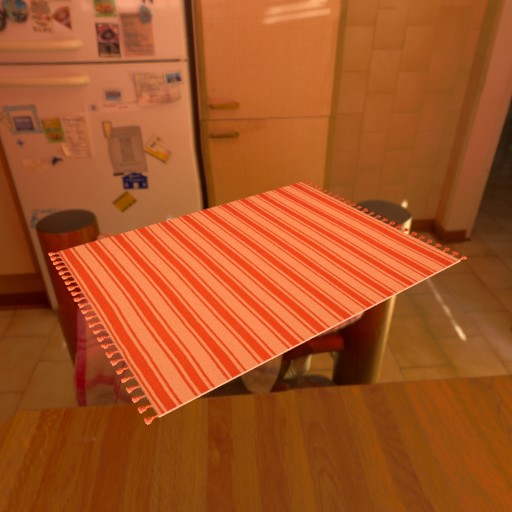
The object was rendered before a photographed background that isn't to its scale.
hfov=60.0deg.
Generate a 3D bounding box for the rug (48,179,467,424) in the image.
[{"bbox_3d":[0.000,0.000,4.398,3.369,0.035,2.451,-20,37,-29],"label":"rug"}]
